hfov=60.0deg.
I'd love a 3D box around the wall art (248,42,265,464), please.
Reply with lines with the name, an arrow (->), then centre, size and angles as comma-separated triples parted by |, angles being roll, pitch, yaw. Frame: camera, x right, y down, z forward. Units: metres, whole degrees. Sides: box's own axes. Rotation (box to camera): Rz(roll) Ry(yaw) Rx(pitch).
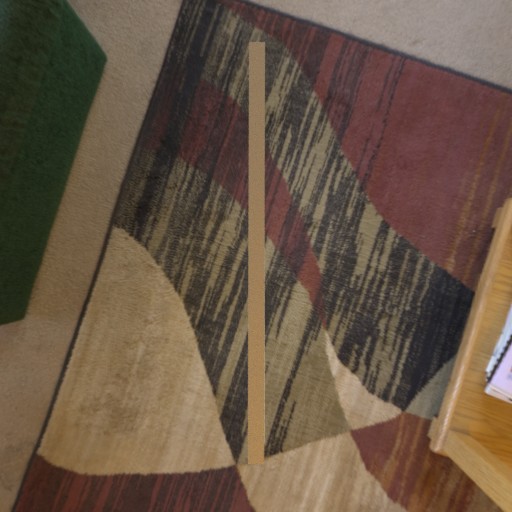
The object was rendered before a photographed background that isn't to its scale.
wall art -> 0.000, 0.000, 1.350 | 0.034, 1.042, 0.789 | 0, 89, 0
